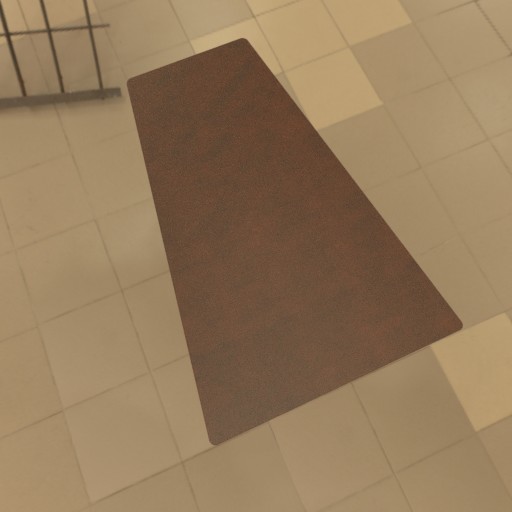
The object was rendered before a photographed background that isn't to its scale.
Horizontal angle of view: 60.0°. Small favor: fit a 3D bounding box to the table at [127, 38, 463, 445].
[{"bbox_3d":[0.000,0.000,0.983,0.399,0.589,0.605,-23,75,-7],"label":"table"}]
